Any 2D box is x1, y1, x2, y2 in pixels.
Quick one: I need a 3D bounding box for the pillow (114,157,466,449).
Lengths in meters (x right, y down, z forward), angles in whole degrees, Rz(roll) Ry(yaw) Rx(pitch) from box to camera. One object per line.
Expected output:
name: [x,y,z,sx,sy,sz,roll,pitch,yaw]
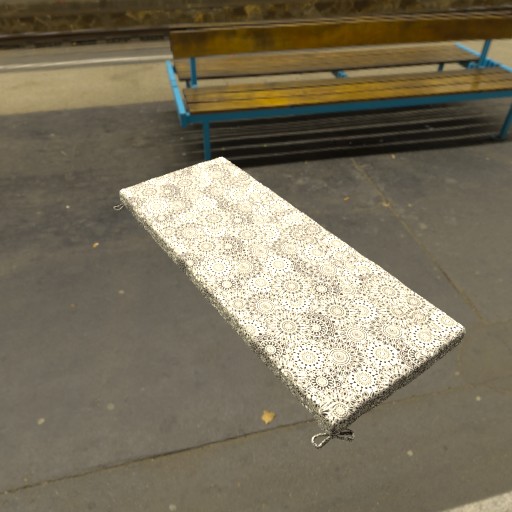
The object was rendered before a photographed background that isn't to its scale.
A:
pillow: [0.000,0.000,1.371,0.492,0.081,1.187,-25,46,-27]
